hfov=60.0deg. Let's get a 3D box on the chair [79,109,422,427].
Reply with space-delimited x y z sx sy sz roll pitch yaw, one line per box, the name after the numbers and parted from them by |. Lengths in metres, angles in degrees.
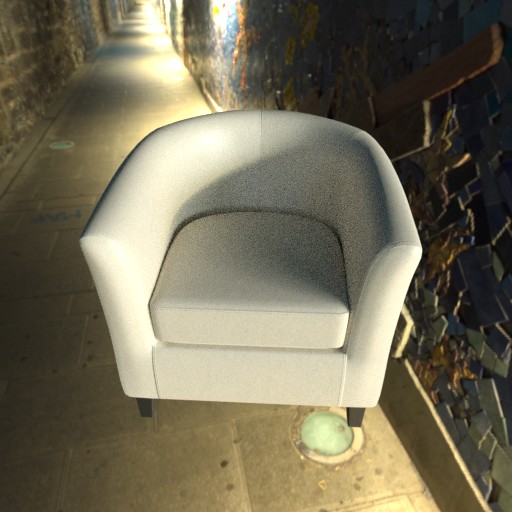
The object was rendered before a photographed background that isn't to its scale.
0.000 0.000 1.406 0.792 0.756 0.727 2 31 3 | chair
